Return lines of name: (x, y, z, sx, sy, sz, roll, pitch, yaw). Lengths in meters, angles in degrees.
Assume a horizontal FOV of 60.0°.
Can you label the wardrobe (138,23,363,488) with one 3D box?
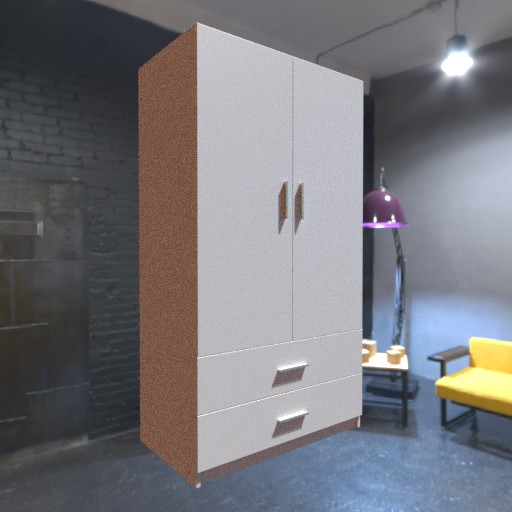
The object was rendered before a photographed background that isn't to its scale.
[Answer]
wardrobe: (0.000, 0.000, 2.228, 0.991, 1.808, 0.577, -1, 1, -37)
